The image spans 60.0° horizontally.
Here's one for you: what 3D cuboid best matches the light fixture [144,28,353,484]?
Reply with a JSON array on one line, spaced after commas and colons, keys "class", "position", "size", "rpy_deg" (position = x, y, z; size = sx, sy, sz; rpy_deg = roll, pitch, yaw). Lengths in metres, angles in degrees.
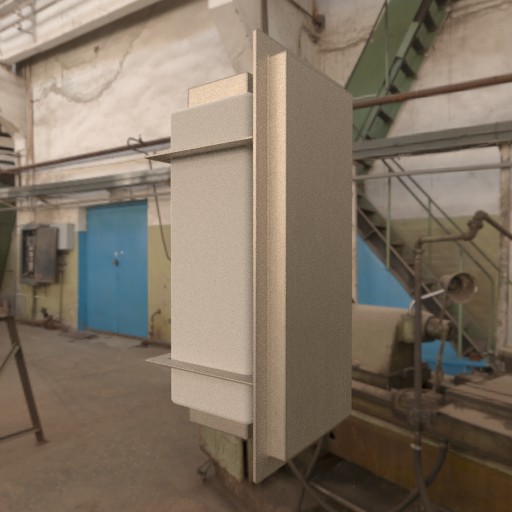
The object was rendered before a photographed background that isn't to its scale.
[{"class": "light fixture", "position": [0.000, 0.000, 0.472], "size": [0.160, 0.380, 0.168], "rpy_deg": [1, 1, 36]}]
